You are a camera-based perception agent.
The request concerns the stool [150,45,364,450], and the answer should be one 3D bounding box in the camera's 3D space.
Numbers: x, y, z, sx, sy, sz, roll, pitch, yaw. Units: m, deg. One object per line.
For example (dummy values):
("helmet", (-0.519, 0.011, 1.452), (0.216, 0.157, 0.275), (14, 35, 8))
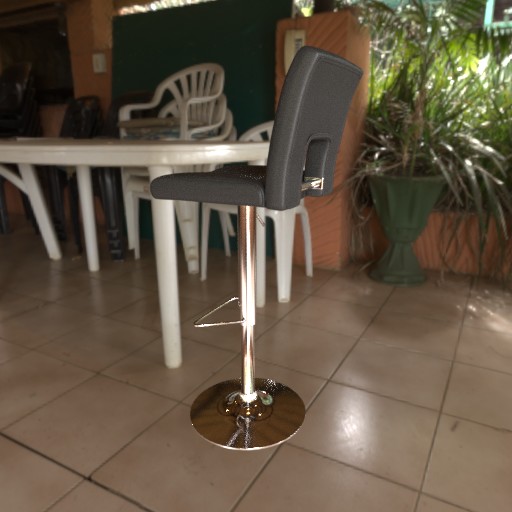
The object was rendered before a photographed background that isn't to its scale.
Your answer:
("stool", (0.000, 0.000, 1.409), (0.520, 1.151, 0.415), (8, 18, 27))
